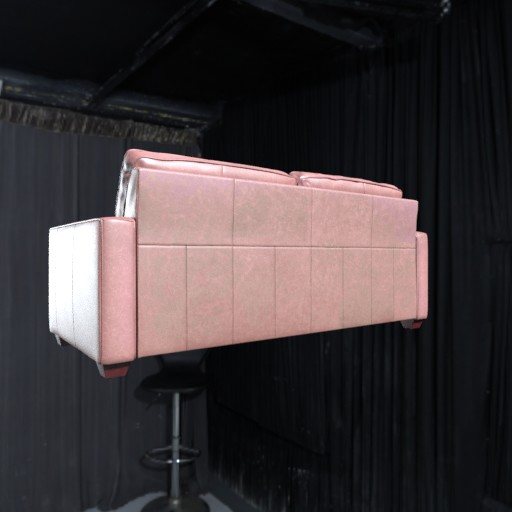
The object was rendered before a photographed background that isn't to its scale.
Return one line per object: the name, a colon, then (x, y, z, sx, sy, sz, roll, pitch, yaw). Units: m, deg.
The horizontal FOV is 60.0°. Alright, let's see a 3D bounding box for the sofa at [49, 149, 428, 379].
sofa: (0.000, 0.000, 2.566, 2.080, 0.919, 0.940, 0, 0, -36)
